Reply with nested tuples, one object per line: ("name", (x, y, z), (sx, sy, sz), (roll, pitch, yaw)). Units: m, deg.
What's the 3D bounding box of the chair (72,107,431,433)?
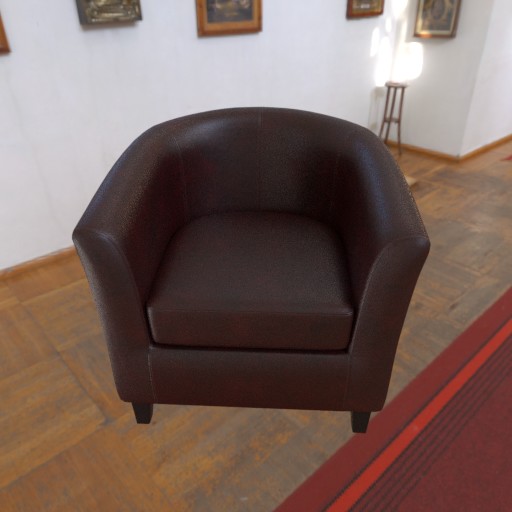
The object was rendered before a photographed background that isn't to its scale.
("chair", (0.000, 0.000, 1.364), (0.792, 0.756, 0.727), (1, 30, 3))
